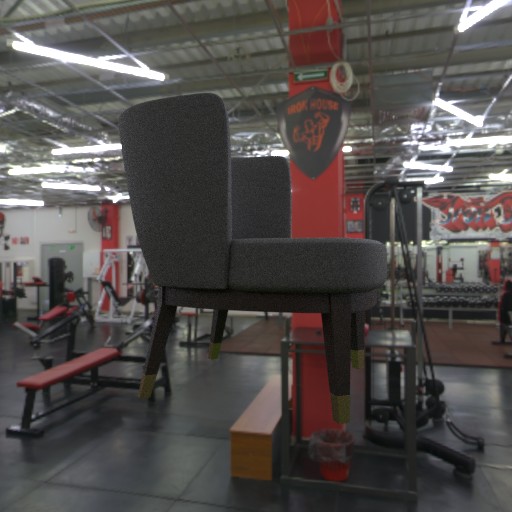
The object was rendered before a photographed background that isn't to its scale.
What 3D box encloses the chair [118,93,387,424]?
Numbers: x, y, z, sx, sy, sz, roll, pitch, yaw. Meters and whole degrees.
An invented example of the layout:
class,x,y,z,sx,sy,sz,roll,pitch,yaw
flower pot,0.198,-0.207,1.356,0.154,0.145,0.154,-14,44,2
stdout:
class,x,y,z,sx,sy,sz,roll,pitch,yaw
chair,0.000,0.000,1.231,0.698,0.695,0.639,0,0,17
